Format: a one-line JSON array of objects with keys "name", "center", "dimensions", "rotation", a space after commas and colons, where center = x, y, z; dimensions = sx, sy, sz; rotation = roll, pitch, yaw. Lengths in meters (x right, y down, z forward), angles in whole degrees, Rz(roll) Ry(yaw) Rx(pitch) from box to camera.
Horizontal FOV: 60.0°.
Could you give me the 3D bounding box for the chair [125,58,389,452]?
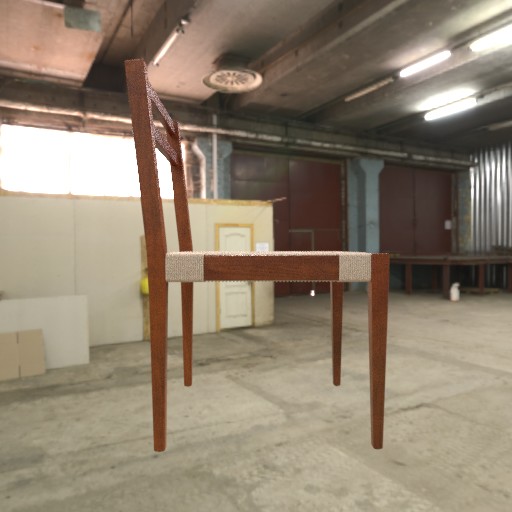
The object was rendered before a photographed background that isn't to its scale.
[{"name": "chair", "center": [0.000, 0.000, 1.199], "dimensions": [0.569, 0.851, 0.495], "rotation": [0, 1, -1]}]
